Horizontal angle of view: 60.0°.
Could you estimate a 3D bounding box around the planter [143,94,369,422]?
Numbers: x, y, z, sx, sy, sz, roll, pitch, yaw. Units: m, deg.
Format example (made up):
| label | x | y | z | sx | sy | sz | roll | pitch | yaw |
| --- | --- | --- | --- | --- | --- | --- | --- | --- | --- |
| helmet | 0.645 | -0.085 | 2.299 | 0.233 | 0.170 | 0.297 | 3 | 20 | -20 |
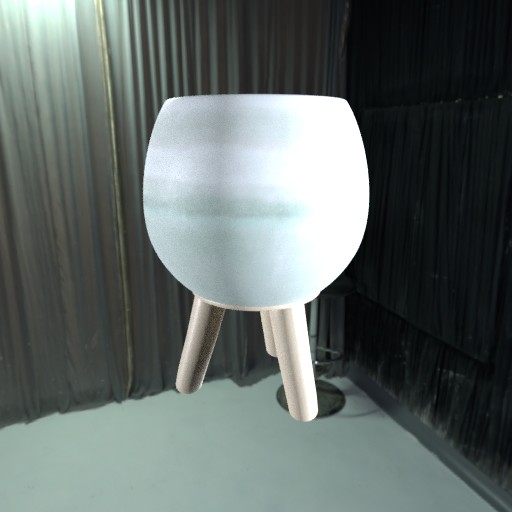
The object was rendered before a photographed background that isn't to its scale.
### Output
| label | x | y | z | sx | sy | sz | roll | pitch | yaw |
| --- | --- | --- | --- | --- | --- | --- | --- | --- | --- |
| planter | 0.000 | 0.000 | 0.338 | 0.161 | 0.224 | 0.161 | 0 | 16 | 0 |
